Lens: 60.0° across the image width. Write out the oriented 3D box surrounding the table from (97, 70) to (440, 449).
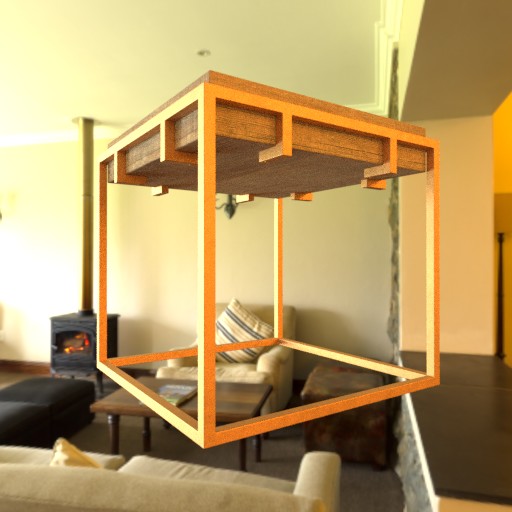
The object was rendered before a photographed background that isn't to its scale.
[{"bbox_3d":[0.000,0.000,1.084,0.599,0.584,0.599,0,0,-34],"label":"table"}]
